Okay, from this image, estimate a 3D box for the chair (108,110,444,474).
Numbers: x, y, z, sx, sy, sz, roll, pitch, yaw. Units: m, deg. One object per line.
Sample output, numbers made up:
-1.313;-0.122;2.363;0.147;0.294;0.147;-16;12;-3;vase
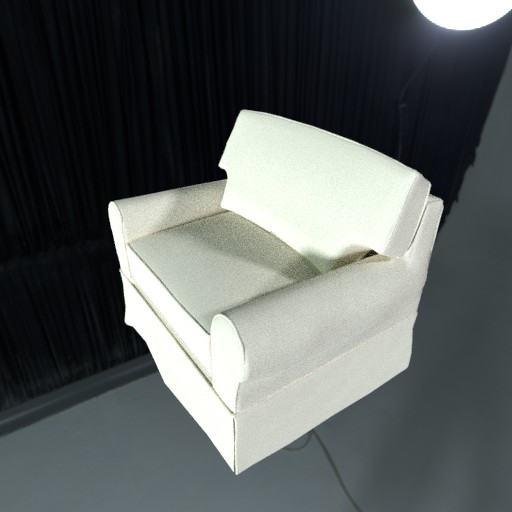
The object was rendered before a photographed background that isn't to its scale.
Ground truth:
0.000;0.000;1.799;0.904;0.958;1.099;-20;37;-29;chair
